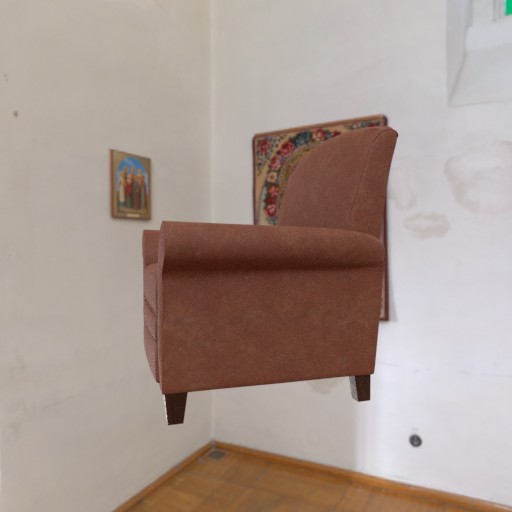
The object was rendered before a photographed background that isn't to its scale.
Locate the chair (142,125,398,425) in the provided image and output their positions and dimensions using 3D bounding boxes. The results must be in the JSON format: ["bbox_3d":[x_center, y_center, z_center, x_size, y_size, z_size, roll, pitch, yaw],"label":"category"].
[{"bbox_3d":[0.000,0.000,1.866,0.902,1.061,0.978,-1,2,-18],"label":"chair"}]
